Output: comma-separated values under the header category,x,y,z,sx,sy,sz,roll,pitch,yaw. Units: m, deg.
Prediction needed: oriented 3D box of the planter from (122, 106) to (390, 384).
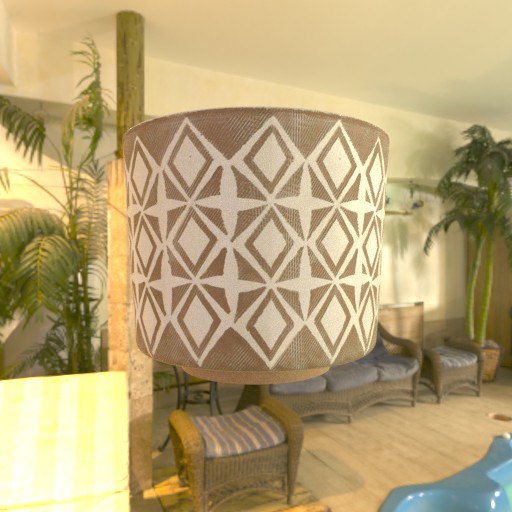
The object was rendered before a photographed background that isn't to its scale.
category,x,y,z,sx,sy,sz,roll,pitch,yaw
planter,0.000,0.000,0.451,0.260,0.220,0.260,0,0,0
